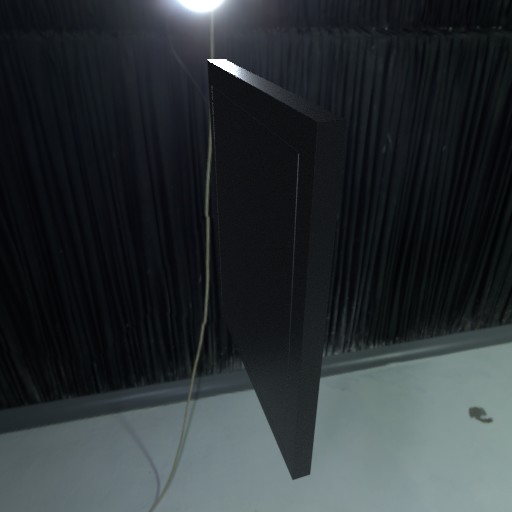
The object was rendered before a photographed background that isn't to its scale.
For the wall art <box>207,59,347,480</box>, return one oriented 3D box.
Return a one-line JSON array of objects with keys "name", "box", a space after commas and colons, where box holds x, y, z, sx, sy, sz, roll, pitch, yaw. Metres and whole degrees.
[{"name": "wall art", "box": [0.000, 0.000, 0.749, 0.031, 0.558, 0.461, -10, 32, -16]}]
